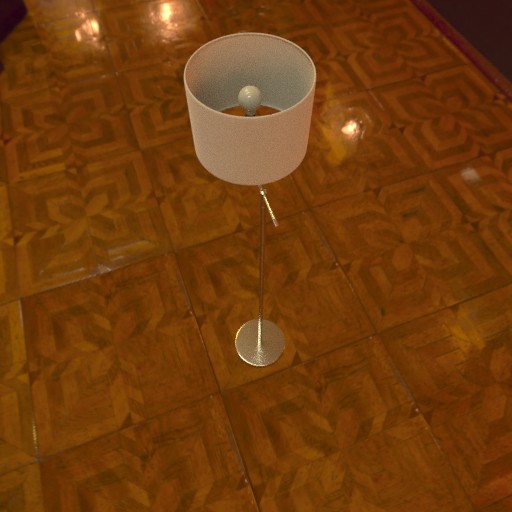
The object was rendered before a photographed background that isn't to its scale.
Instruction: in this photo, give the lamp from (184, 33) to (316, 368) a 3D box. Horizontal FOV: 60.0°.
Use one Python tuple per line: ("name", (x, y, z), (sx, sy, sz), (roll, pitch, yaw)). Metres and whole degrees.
("lamp", (0.000, 0.000, 1.745), (0.324, 1.600, 0.416), (-16, 60, -9))
